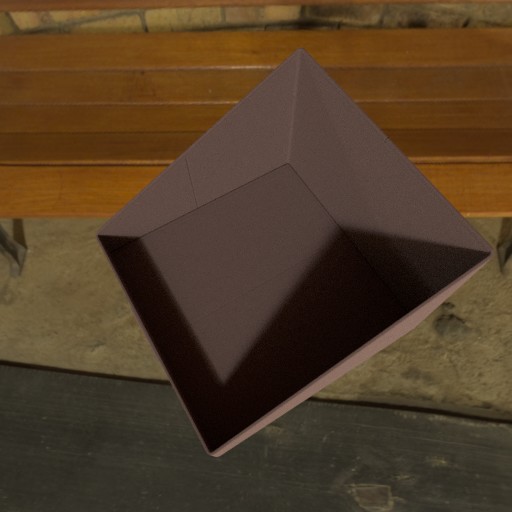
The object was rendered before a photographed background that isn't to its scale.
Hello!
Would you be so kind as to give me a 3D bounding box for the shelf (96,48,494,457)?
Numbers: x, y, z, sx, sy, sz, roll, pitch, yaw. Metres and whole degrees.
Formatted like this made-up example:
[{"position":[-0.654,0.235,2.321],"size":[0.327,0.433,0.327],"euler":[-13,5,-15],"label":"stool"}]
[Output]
[{"position":[0.000,0.000,0.482],"size":[0.292,0.210,0.292],"euler":[-29,68,-13],"label":"shelf"}]
